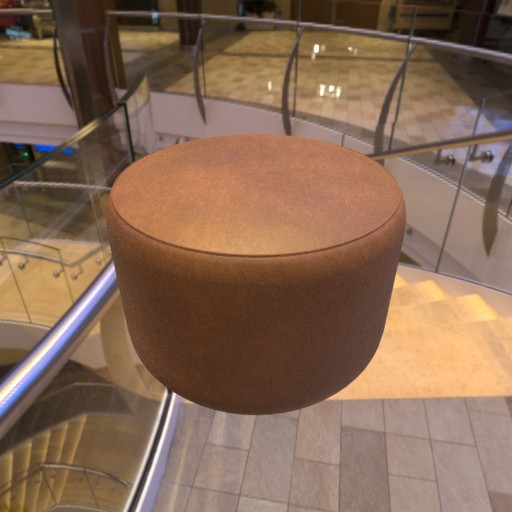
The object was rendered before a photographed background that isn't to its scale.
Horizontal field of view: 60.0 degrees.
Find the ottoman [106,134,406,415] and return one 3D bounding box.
[{"bbox_3d":[0.000,0.000,1.004,0.607,0.438,0.607,0,33,0],"label":"ottoman"}]
